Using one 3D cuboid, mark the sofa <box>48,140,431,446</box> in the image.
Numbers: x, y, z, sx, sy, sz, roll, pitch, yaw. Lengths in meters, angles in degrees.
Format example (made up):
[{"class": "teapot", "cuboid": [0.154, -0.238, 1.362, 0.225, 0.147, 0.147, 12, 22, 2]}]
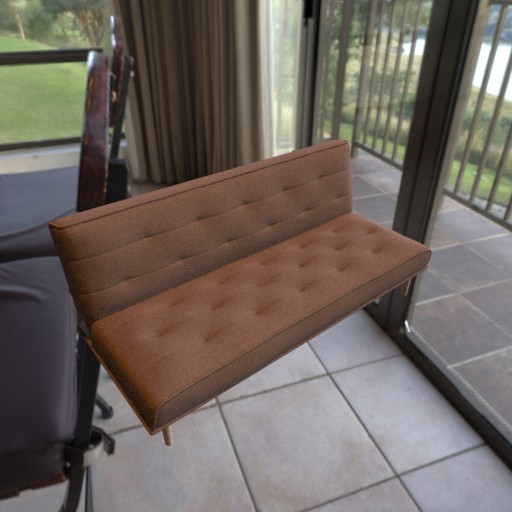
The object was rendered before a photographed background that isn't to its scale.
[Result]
[{"class": "sofa", "cuboid": [0.000, 0.000, 2.372, 1.820, 0.810, 1.038, -23, 39, -32]}]
